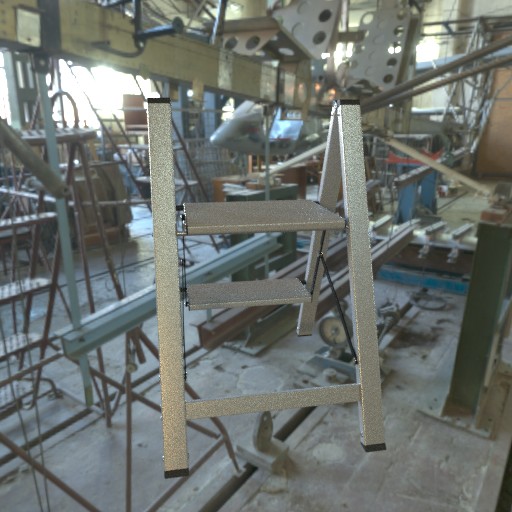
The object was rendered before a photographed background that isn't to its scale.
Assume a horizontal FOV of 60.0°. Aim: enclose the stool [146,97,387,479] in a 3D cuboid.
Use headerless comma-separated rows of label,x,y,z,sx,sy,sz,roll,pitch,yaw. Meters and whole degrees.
stool,0.000,0.000,1.001,0.440,0.670,0.535,-3,17,-10
